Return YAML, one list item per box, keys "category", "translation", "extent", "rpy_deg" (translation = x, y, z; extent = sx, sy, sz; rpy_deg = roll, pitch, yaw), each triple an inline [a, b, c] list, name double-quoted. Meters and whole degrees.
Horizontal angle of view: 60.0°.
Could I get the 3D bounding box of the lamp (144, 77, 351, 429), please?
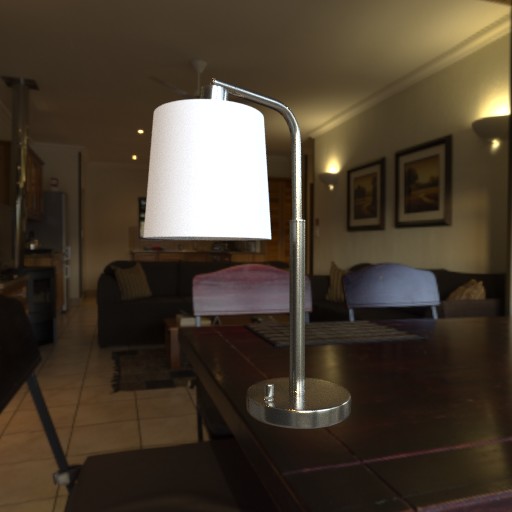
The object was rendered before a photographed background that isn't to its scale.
- category: "lamp"
  translation: [0.000, 0.000, 0.653]
  extent: [0.333, 0.489, 0.171]
  rpy_deg: [-1, 1, -36]
